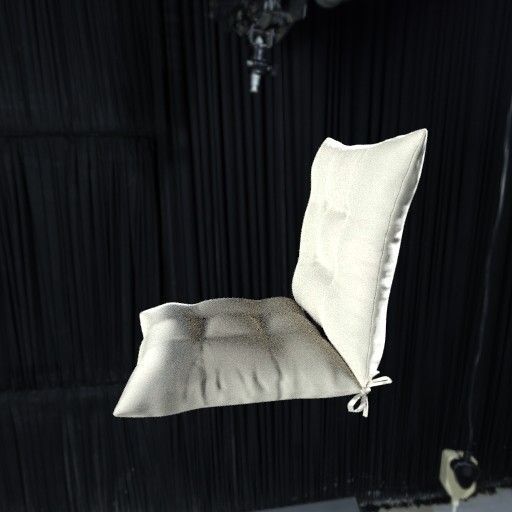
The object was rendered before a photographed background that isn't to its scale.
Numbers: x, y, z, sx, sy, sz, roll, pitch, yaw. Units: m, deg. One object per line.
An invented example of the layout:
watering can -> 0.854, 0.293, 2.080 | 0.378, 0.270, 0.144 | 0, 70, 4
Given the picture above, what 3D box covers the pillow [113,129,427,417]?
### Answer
pillow -> 0.000, 0.000, 1.004 | 0.585, 0.536, 0.541 | -2, 14, -9
